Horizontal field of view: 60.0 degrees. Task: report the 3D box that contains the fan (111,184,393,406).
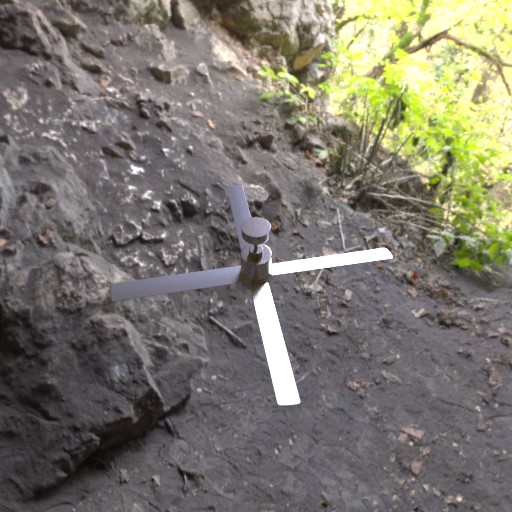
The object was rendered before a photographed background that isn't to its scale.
[{"bbox_3d":[0.000,0.000,1.986,1.322,0.355,1.322,-8,47,-7],"label":"fan"}]
